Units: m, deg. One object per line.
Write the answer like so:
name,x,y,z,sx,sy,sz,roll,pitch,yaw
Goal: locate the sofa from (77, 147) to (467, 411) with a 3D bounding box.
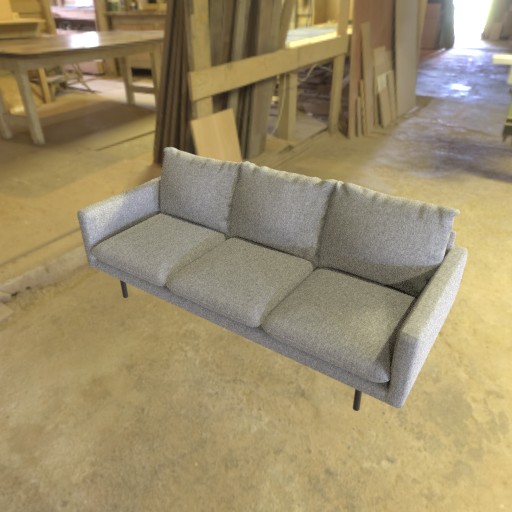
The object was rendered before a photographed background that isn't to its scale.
sofa,0.000,0.000,2.472,2.000,0.830,0.850,19,36,29
